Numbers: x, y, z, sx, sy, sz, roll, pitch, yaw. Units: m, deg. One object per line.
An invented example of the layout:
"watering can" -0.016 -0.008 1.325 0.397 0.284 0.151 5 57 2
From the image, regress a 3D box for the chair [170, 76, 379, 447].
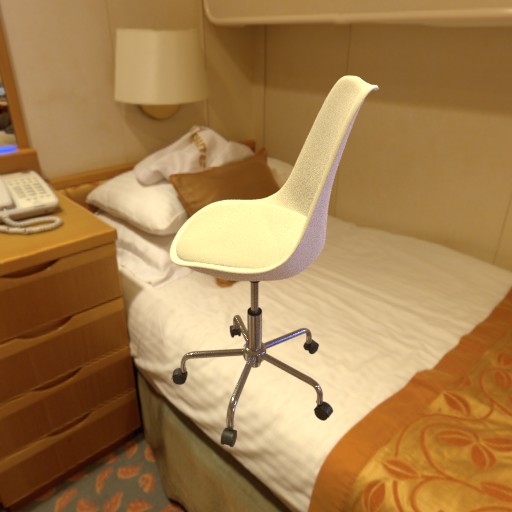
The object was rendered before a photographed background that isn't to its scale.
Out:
"chair" 0.000 0.000 1.256 0.550 0.930 0.550 0 27 0
